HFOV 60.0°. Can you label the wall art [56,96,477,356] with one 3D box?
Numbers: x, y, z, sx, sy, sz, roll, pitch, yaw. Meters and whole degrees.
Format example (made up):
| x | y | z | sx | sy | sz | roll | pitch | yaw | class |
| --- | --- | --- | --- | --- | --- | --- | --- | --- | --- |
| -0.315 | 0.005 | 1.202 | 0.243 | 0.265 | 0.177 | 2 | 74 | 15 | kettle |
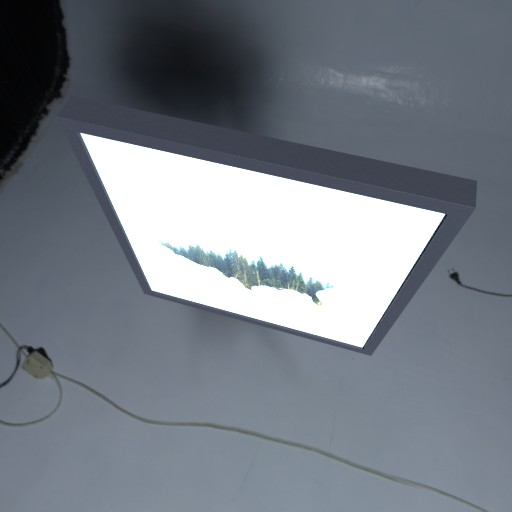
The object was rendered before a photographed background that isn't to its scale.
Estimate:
| x | y | z | sx | sy | sz | roll | pitch | yaw | class |
| --- | --- | --- | --- | --- | --- | --- | --- | --- | --- |
| 0.000 | 0.000 | 0.746 | 0.509 | 0.509 | 0.040 | 14 | 60 | 8 | wall art |
